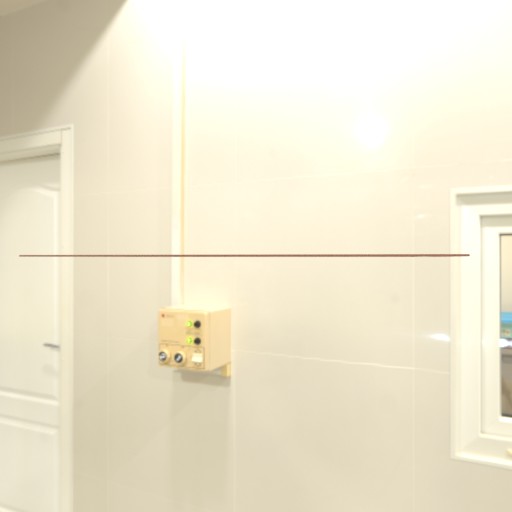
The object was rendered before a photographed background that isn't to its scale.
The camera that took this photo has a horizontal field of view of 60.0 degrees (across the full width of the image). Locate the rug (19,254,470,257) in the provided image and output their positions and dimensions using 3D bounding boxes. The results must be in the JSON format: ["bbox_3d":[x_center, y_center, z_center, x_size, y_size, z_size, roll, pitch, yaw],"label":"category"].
[{"bbox_3d":[0.000,0.000,2.272,1.828,0.007,1.217,0,0,18],"label":"rug"}]
